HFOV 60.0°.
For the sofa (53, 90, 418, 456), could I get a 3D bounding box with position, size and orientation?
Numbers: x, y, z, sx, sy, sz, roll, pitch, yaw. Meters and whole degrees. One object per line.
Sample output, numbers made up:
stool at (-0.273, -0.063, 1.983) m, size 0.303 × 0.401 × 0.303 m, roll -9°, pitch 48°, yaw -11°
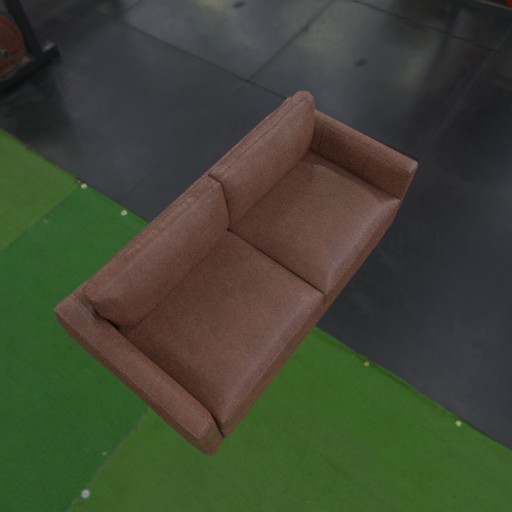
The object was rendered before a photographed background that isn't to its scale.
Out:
sofa at (0.000, 0.000, 2.331) m, size 0.899 × 0.883 × 1.797 m, roll 34°, pitch 65°, yaw 18°
